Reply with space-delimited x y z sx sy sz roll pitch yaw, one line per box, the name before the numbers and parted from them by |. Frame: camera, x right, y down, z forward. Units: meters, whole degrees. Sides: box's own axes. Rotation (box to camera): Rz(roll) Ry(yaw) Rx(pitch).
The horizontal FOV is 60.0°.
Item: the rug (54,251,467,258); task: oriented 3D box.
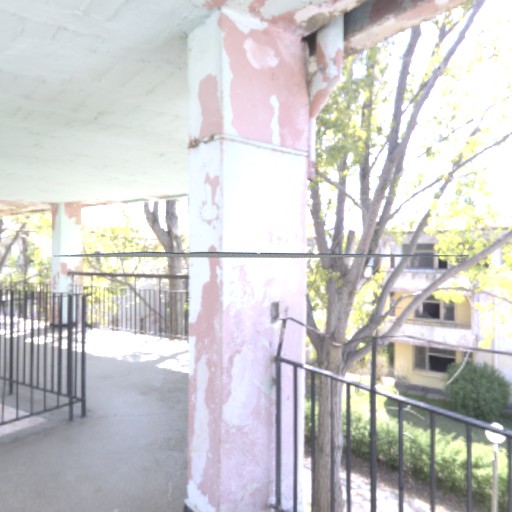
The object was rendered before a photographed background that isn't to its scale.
rug | 0.000 0.000 3.877 2.867 0.020 2.277 0 -1 -36
